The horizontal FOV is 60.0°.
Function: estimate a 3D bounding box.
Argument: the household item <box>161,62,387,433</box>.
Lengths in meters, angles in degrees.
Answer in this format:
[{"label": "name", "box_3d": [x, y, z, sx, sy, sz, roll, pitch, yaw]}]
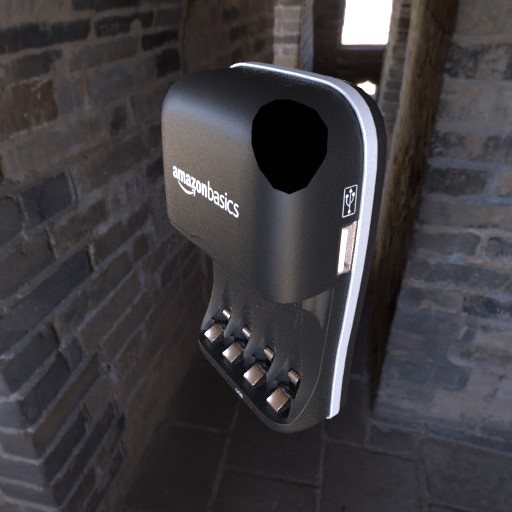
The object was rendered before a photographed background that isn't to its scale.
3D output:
[{"label": "household item", "box_3d": [0.000, 0.000, 0.147, 0.038, 0.114, 0.070, -21, 37, -30]}]
